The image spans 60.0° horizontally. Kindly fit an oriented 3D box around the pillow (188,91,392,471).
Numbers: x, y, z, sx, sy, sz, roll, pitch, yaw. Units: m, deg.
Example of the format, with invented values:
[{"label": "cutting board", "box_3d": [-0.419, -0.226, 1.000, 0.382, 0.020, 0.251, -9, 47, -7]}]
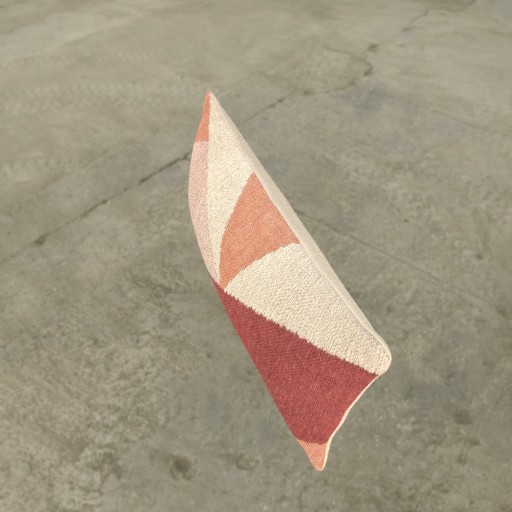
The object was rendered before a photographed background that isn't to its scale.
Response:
[{"label": "pillow", "box_3d": [0.000, 0.000, 0.729, 0.155, 0.292, 0.609, -16, 49, -14]}]
